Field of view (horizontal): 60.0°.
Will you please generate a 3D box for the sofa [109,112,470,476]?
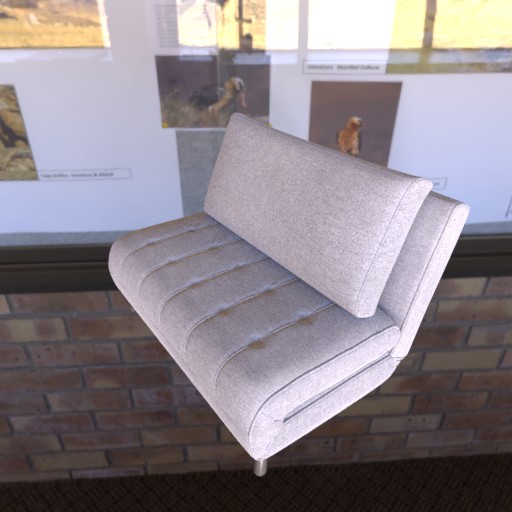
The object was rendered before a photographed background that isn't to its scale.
[{"bbox_3d":[0.000,0.000,1.845,0.910,0.910,1.220,-20,37,-30],"label":"sofa"}]
